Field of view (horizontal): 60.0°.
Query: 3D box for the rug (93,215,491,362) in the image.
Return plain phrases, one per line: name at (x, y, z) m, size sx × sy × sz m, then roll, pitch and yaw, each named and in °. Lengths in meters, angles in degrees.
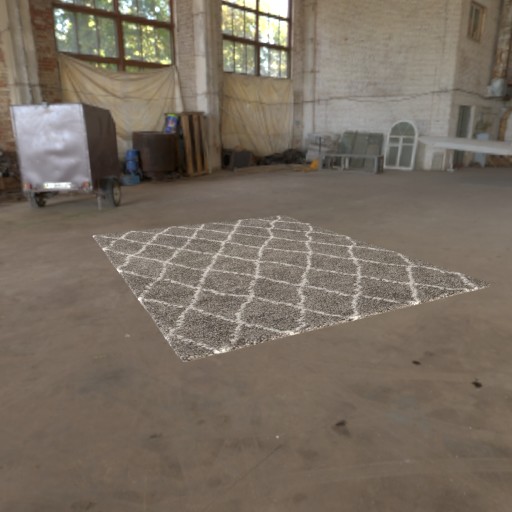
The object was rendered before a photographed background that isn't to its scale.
rug at (0.000, 0.000, 4.090) m, size 2.438 × 0.029 × 3.047 m, roll -8°, pitch 18°, yaw -26°
